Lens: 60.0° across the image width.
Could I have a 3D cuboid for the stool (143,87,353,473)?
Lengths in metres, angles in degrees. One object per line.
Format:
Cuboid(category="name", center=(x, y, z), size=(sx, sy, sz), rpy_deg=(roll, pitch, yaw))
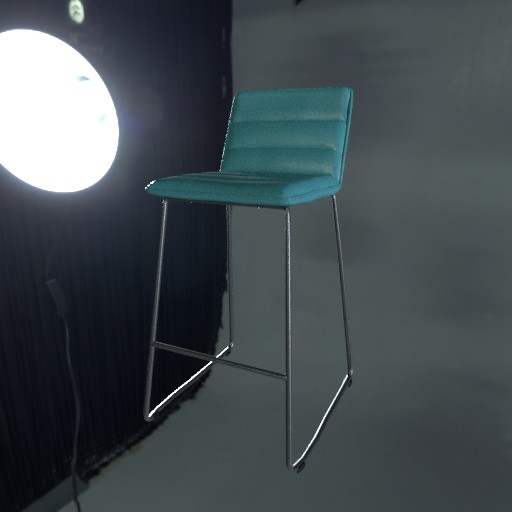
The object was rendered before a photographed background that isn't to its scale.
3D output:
Cuboid(category="stool", center=(0.000, 0.000, 1.263), size=(0.489, 0.936, 0.524), rpy_deg=(8, 17, 26))
